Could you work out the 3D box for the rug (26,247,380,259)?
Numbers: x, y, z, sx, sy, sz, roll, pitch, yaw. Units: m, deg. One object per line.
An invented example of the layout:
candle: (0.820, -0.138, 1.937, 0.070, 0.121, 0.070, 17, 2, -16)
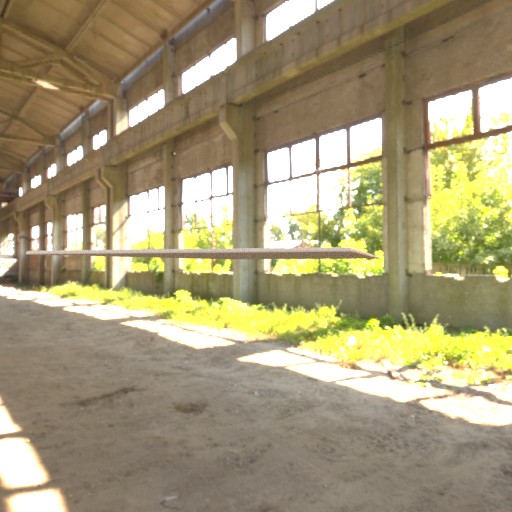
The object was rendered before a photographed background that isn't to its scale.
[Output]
rug: (0.000, 0.000, 2.096, 1.067, 0.013, 1.676, 0, -1, 18)
